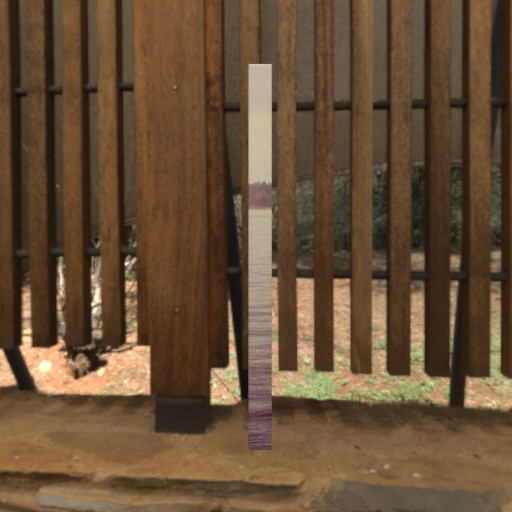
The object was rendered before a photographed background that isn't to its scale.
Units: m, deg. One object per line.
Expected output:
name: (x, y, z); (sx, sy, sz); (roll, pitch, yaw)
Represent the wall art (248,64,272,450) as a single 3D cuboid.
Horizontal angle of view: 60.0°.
wall art: (0.000, 0.000, 1.155); (0.037, 0.609, 0.916); (0, 0, -1)
